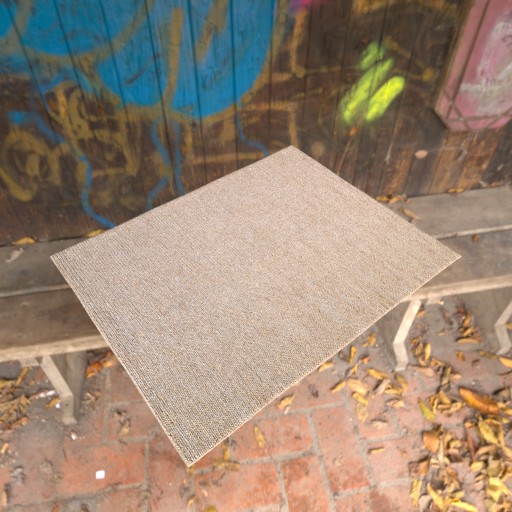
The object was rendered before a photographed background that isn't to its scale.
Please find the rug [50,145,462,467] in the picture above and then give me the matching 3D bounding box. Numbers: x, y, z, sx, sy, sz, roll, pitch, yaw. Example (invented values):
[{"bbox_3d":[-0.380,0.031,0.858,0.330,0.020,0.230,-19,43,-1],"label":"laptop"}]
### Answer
[{"bbox_3d":[0.000,0.000,4.166,3.034,0.012,2.406,-30,53,-25],"label":"rug"}]
